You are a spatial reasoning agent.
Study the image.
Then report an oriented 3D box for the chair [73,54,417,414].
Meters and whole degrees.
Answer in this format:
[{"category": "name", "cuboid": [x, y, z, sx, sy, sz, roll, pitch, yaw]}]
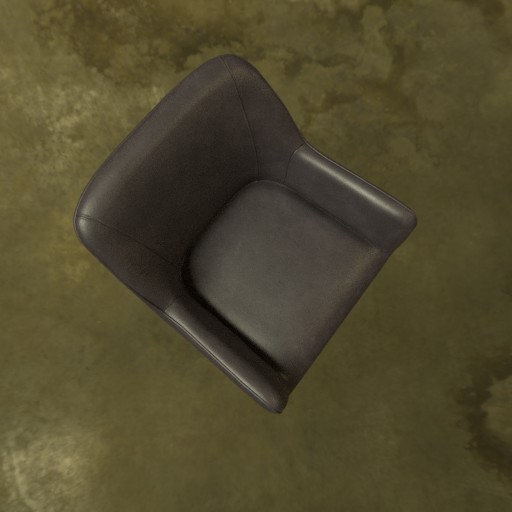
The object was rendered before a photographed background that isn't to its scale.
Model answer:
[{"category": "chair", "cuboid": [0.000, 0.000, 1.259, 0.610, 0.828, 0.610, 37, 78, 9]}]
